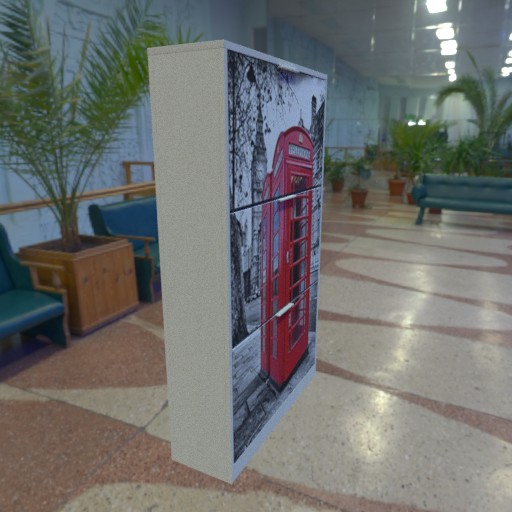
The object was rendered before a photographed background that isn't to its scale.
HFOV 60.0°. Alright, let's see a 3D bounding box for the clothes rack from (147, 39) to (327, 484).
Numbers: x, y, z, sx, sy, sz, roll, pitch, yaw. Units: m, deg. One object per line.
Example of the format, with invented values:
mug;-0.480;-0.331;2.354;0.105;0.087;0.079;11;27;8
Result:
clothes rack;0.000;0.000;1.595;0.250;1.280;0.750;8;17;27
